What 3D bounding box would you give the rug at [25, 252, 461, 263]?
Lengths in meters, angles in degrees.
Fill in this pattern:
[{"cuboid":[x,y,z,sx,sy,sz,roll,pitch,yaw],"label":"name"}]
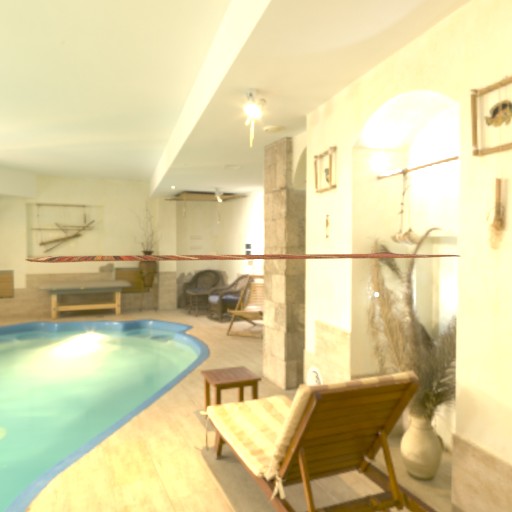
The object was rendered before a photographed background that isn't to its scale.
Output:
[{"cuboid":[0.000,0.000,2.743,2.444,0.030,0.799,0,1,-18],"label":"rug"}]
